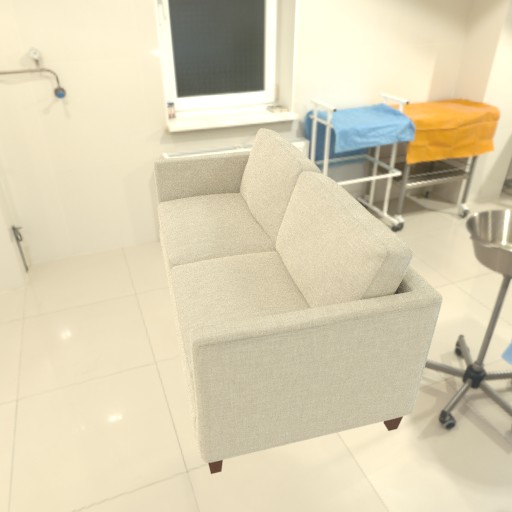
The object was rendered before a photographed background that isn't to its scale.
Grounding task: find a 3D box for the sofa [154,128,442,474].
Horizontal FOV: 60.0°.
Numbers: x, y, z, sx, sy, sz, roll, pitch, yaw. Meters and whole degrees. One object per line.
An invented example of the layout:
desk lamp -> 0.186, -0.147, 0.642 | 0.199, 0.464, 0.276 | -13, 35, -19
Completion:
sofa -> 0.000, 0.000, 2.392 | 0.950, 0.963, 1.838 | -8, 32, -13
